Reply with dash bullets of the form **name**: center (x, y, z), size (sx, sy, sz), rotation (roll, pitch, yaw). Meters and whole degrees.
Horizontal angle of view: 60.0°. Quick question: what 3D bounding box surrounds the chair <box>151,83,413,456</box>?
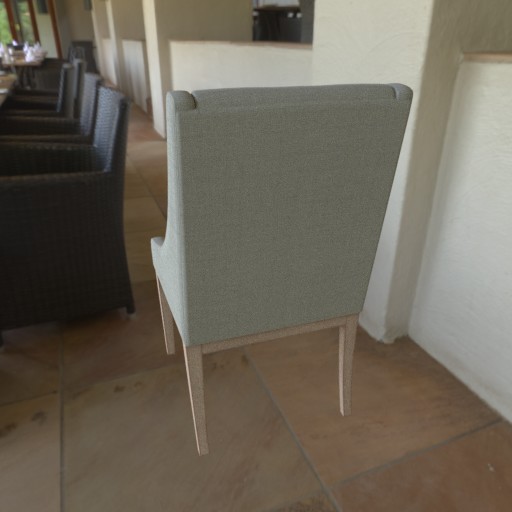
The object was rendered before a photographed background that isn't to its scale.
- **chair**: center (0.000, 0.000, 1.356), size (0.575, 1.021, 0.611), rotation (-8, 27, -17)
